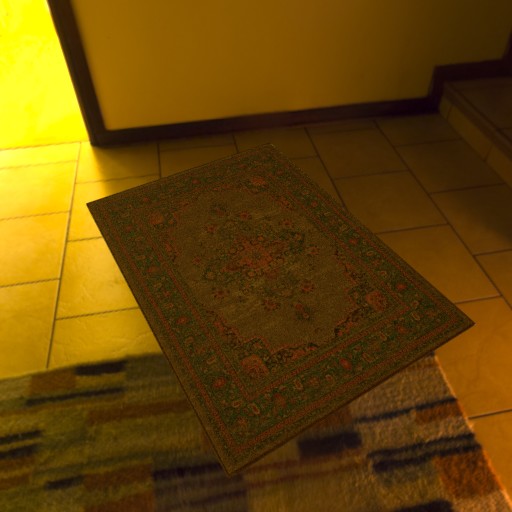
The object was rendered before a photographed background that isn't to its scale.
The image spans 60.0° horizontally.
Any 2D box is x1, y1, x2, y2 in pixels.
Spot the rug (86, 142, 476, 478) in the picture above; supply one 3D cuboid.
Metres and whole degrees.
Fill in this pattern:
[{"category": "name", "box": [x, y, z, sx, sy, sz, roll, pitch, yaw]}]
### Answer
[{"category": "rug", "box": [0.000, 0.000, 2.899, 1.609, 0.013, 2.214, -23, 51, -21]}]
